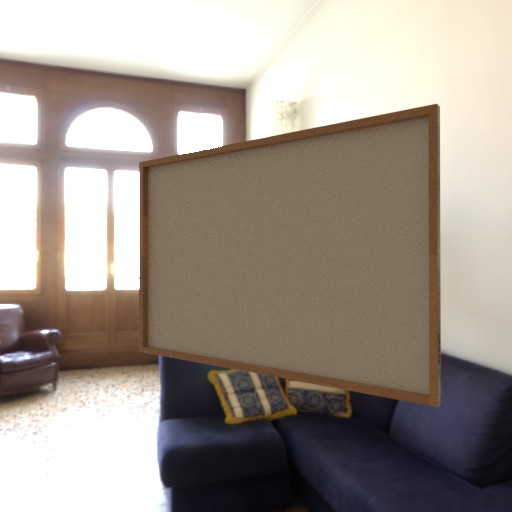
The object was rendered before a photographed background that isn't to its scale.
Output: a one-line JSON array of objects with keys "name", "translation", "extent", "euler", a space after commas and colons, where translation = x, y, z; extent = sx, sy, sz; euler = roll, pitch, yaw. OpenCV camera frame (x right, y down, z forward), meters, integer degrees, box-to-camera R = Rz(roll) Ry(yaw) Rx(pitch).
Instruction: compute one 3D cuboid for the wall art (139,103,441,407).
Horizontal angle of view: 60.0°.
[{"name": "wall art", "translation": [0.000, 0.000, 1.163], "extent": [0.914, 0.607, 0.023], "euler": [0, -1, 36]}]
